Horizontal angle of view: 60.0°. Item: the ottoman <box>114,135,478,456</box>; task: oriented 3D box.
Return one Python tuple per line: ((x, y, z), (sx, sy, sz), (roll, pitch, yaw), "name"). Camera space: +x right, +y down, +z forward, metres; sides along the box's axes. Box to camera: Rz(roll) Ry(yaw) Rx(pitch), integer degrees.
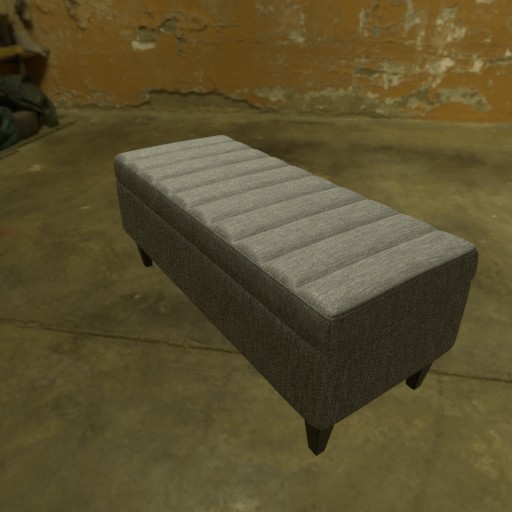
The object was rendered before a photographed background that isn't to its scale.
((0.000, 0.000, 1.399), (0.482, 0.469, 1.151), (-19, 36, -29), "ottoman")
